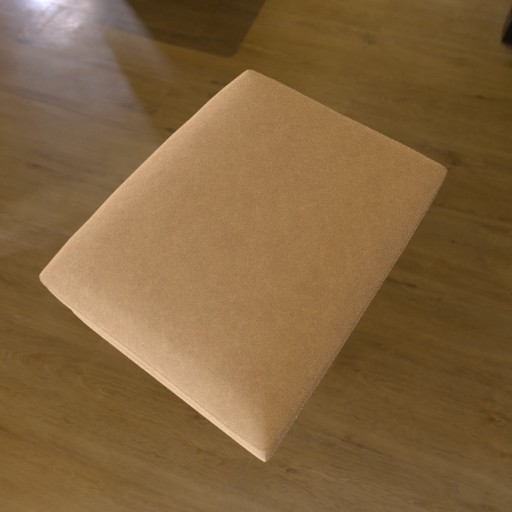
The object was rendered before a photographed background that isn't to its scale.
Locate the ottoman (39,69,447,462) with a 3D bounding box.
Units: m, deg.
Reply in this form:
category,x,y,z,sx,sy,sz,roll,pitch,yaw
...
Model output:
category,x,y,z,sx,sy,sz,roll,pitch,yaw
ottoman,0.000,0.000,1.104,0.584,0.513,0.741,32,68,15
